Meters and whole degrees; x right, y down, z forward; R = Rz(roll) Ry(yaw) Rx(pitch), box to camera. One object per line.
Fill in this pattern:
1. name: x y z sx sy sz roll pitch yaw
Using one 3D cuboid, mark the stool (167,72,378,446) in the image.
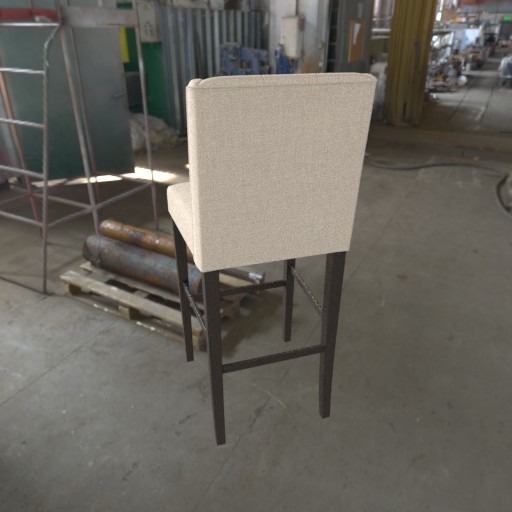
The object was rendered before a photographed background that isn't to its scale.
1. stool: 0.000 0.000 1.415 0.474 1.116 0.509 -8 28 -16
